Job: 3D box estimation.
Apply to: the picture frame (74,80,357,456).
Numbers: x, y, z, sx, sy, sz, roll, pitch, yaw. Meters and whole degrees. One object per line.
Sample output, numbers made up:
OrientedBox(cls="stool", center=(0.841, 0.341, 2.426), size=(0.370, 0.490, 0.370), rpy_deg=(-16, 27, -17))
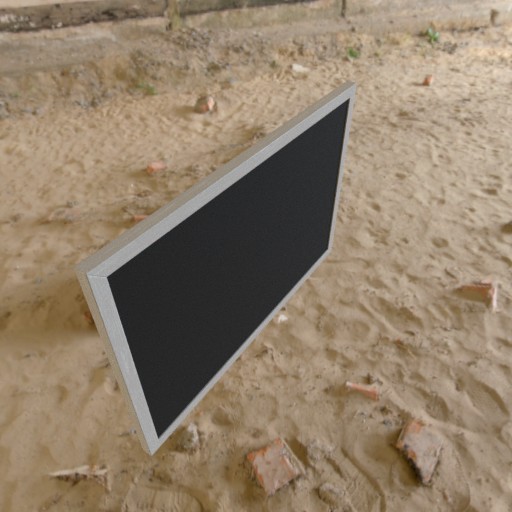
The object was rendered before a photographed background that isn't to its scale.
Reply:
OrientedBox(cls="picture frame", center=(0.000, 0.000, 1.192), size=(0.029, 0.640, 0.950), rpy_deg=(25, 48, 25))
